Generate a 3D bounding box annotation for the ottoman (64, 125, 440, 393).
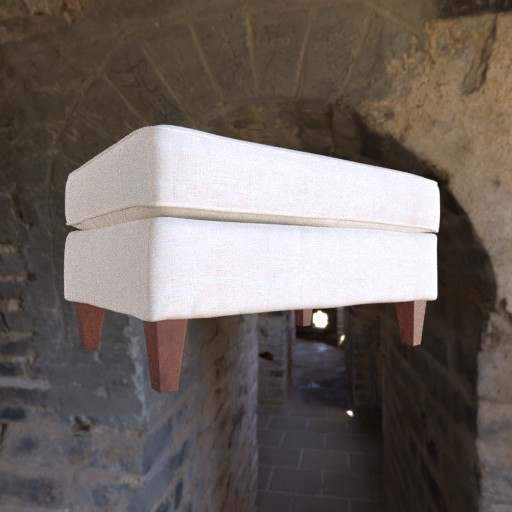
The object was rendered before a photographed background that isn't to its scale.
[{"bbox_3d":[0.000,0.000,1.185,0.862,0.484,0.583,0,-1,-36],"label":"ottoman"}]
